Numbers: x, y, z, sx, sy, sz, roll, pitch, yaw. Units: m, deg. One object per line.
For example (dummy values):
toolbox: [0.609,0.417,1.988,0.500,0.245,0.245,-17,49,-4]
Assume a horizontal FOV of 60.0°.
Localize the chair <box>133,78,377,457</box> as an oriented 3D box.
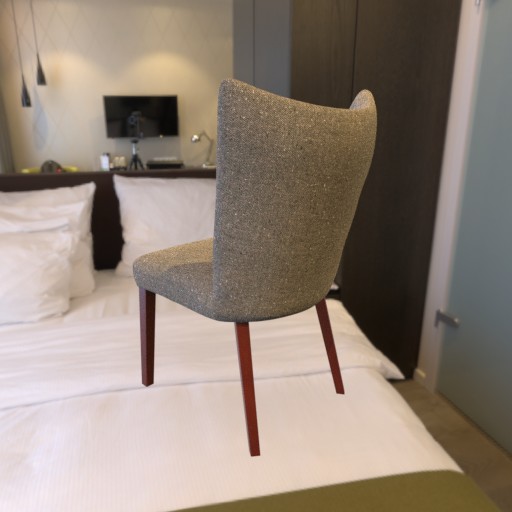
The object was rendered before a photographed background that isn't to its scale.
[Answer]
chair: [0.000,0.000,1.303,0.535,0.924,0.623,-16,23,-43]
